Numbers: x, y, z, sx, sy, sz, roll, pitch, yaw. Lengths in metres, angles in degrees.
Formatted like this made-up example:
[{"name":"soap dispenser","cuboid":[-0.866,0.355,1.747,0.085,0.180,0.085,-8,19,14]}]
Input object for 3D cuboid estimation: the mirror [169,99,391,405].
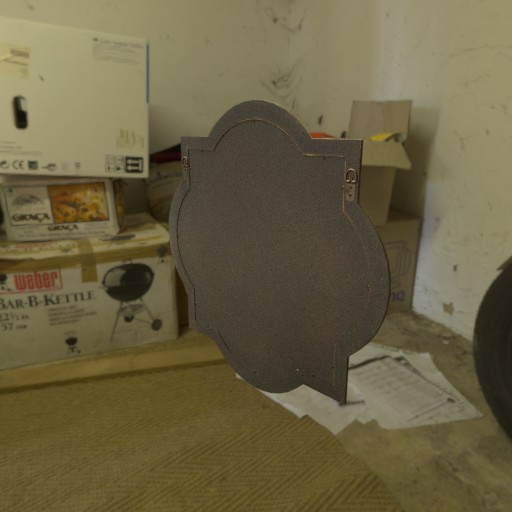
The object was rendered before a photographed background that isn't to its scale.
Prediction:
[{"name":"mirror","cuboid":[0.000,0.000,1.057,0.686,0.686,0.019,15,22,43]}]
